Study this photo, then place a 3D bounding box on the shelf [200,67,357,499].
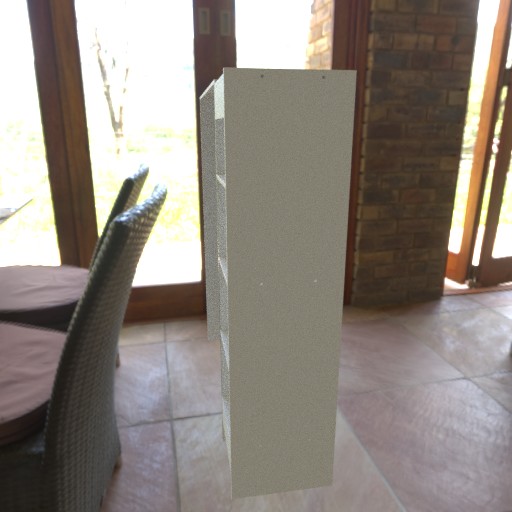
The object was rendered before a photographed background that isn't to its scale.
[{"bbox_3d":[0.000,0.000,2.557,0.500,1.820,1.600,-3,16,-9],"label":"shelf"}]
